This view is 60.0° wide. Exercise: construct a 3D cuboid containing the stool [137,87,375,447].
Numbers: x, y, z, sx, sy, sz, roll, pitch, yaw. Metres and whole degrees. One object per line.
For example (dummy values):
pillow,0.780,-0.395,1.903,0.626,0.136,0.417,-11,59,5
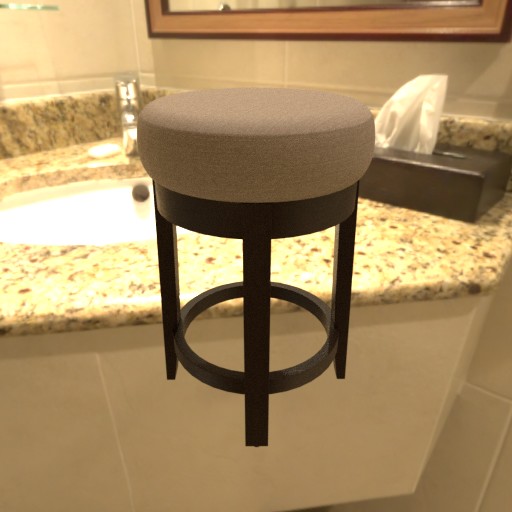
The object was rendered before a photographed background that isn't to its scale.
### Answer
stool,0.000,0.000,0.966,0.443,0.672,0.443,0,27,0
